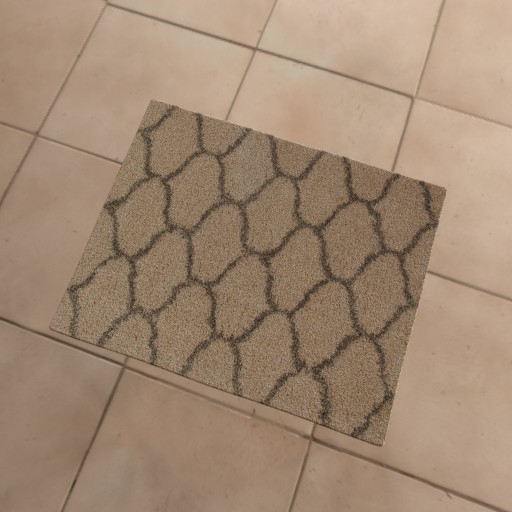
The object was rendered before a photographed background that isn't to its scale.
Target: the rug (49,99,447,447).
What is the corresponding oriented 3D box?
[{"bbox_3d":[0.000,0.000,4.010,3.000,0.026,2.399,18,77,4],"label":"rug"}]
